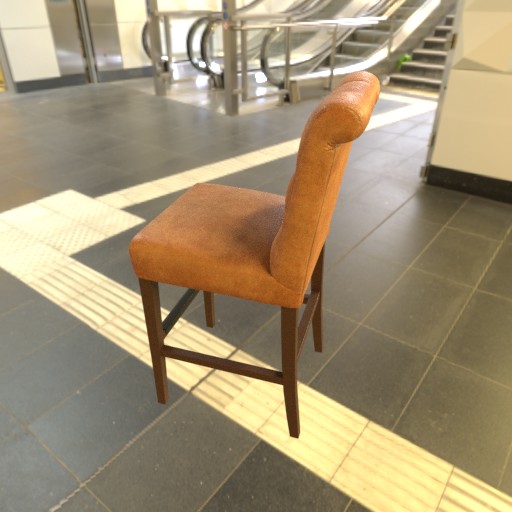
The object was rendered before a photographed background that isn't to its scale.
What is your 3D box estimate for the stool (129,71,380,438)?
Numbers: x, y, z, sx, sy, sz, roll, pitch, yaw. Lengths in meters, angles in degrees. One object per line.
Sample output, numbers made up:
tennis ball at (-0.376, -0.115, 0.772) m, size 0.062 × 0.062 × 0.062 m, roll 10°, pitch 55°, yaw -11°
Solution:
stool at (0.000, 0.000, 1.388) m, size 0.601 × 1.047 × 0.493 m, roll 9°, pitch 32°, yaw 15°
